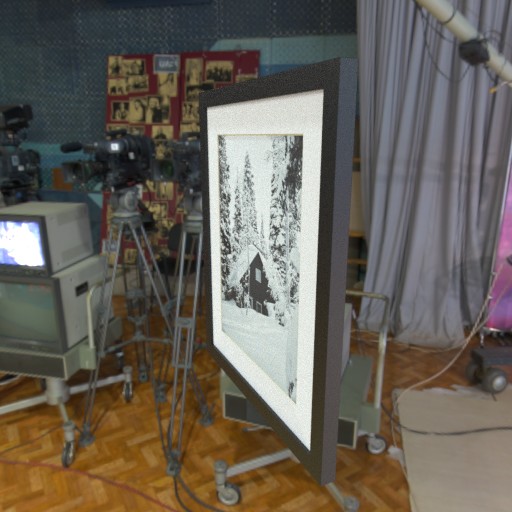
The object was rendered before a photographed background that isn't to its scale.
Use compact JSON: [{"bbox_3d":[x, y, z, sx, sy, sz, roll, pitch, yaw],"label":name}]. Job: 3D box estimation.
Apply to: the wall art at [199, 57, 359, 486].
[{"bbox_3d":[0.000,0.000,0.535,0.018,0.397,0.325,-7,17,-26],"label":"wall art"}]
